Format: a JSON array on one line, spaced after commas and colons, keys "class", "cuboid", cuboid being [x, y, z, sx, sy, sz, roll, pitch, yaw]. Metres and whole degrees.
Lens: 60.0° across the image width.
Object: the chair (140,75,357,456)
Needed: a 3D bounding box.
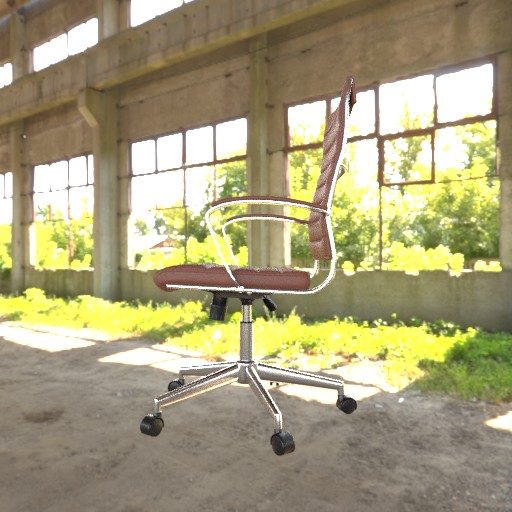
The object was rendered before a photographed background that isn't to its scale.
[{"class": "chair", "cuboid": [0.000, 0.000, 1.632, 0.739, 1.149, 0.766, 0, 0, 1]}]
